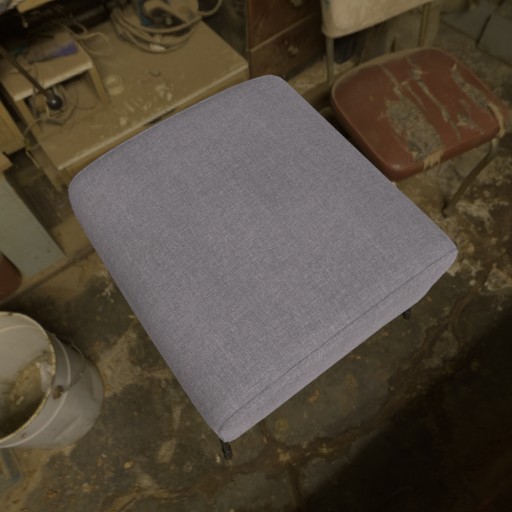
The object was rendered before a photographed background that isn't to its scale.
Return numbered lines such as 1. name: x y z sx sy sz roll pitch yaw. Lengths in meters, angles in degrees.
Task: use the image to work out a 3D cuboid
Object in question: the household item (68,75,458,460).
1. household item: 0.000 0.000 0.892 0.530 0.410 0.530 -33 68 -15
